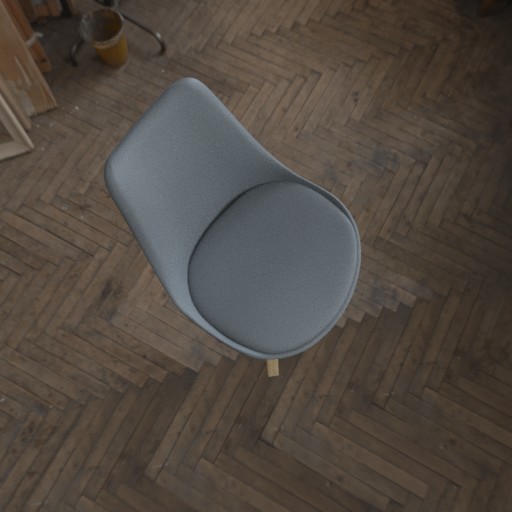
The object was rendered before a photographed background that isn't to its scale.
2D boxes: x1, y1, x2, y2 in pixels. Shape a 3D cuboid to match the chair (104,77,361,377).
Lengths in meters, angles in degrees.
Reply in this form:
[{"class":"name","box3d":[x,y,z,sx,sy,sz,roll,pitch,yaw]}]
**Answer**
[{"class":"chair","box3d":[0.000,0.000,1.199,0.549,0.850,0.485,34,77,9]}]
